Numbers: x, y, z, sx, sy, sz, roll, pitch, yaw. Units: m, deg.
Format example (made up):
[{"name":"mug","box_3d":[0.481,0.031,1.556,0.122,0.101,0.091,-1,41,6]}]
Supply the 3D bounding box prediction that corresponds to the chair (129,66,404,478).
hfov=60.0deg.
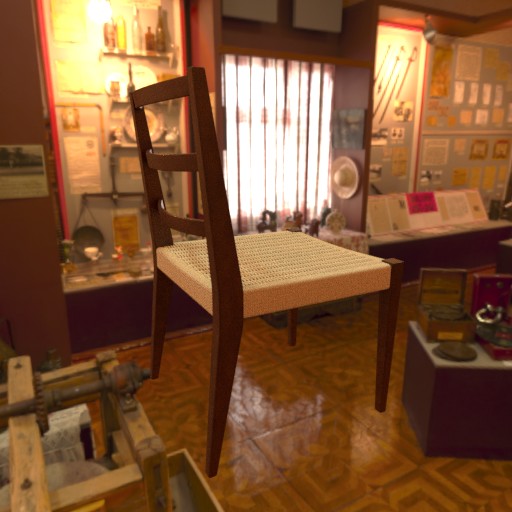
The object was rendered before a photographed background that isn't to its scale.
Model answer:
[{"name":"chair","box_3d":[0.000,0.000,1.142,0.551,0.813,0.480,-8,16,-27]}]
